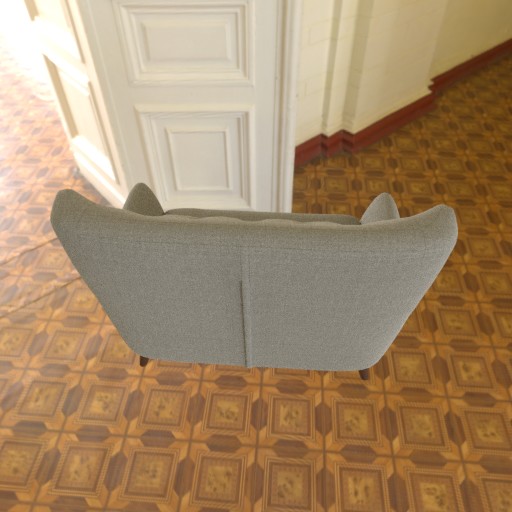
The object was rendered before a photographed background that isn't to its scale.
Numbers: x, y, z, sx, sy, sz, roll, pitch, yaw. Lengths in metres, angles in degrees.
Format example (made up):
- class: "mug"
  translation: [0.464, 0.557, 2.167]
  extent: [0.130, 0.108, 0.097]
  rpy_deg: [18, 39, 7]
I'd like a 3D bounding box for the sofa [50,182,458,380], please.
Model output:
- class: "sofa"
  translation: [0.000, 0.000, 1.998]
  extent: [1.386, 1.028, 0.884]
  rpy_deg: [3, 46, 3]
